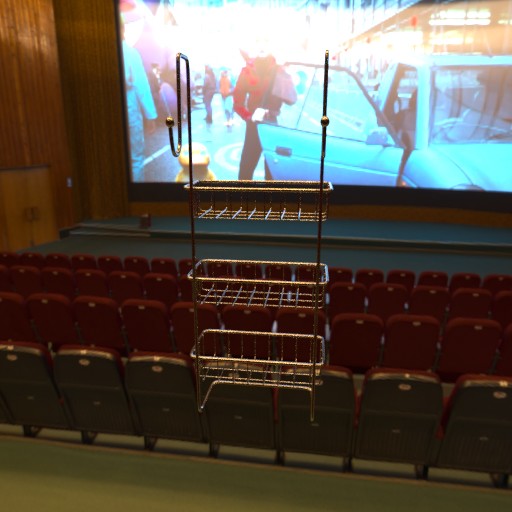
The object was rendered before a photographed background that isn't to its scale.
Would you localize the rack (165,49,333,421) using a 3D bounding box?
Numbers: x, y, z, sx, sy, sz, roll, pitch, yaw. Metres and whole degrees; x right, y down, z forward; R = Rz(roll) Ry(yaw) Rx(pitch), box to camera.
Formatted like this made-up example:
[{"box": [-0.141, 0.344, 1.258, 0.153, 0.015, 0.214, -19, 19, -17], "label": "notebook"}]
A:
[{"box": [0.000, 0.000, 0.690, 0.228, 0.574, 0.202, 2, 16, 7], "label": "rack"}]
